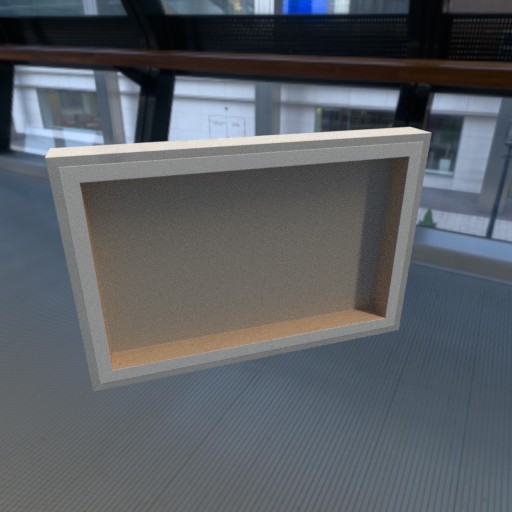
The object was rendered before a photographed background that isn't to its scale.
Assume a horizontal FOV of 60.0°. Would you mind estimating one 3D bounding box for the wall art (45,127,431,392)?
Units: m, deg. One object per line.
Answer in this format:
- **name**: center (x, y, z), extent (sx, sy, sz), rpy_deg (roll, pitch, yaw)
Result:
- **wall art**: center (0.000, 0.000, 0.492), extent (0.381, 0.254, 0.038), rpy_deg (-8, 27, -16)
